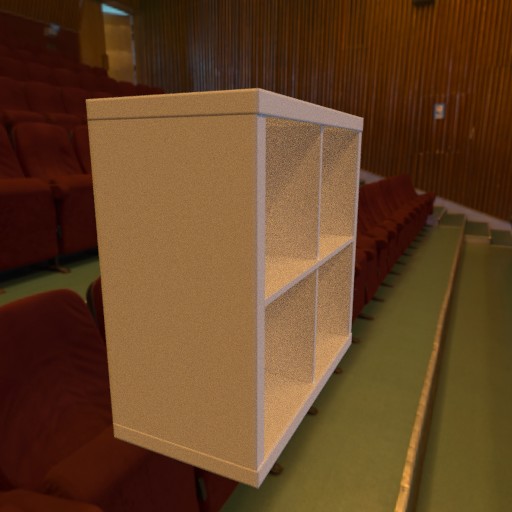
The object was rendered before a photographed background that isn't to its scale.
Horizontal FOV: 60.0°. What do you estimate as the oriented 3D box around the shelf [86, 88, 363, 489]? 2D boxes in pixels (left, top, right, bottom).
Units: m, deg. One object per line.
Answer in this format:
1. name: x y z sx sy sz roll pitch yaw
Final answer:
1. shelf: 0.000 0.000 1.259 0.390 0.786 0.790 6 15 25
